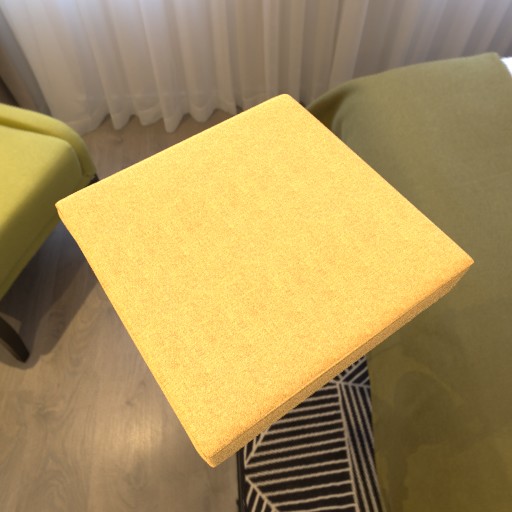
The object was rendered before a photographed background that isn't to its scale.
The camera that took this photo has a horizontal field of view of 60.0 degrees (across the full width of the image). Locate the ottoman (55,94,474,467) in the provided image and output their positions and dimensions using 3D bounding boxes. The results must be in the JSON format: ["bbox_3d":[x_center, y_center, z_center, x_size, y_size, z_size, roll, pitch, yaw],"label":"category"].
[{"bbox_3d":[0.000,0.000,1.541,0.981,0.378,0.970,-31,63,-18],"label":"ottoman"}]
